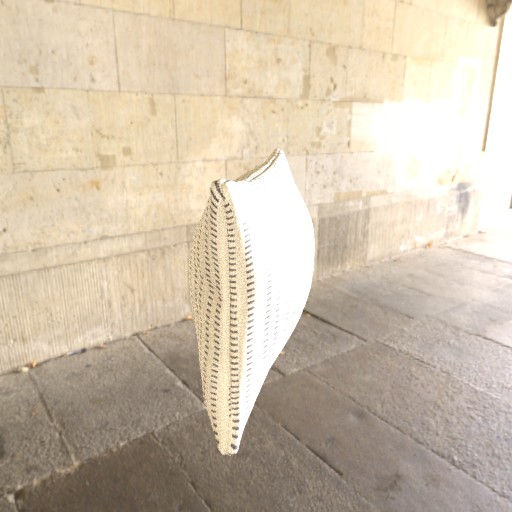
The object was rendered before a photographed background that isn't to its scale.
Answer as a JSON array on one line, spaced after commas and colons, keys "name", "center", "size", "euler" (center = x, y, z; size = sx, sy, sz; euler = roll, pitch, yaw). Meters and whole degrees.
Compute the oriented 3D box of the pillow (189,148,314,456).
[{"name": "pillow", "center": [0.000, 0.000, 0.816], "size": [0.210, 0.353, 0.640], "euler": [2, 17, 8]}]
